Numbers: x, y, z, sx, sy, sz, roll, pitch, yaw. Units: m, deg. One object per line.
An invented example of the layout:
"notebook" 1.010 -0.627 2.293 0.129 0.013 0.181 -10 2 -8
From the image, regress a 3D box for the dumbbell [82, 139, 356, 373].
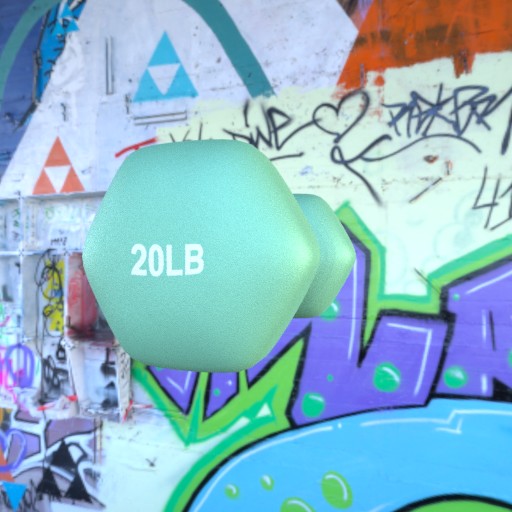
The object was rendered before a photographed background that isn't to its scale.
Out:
"dumbbell" 0.000 0.000 0.329 0.129 0.117 0.260 0 0 18
